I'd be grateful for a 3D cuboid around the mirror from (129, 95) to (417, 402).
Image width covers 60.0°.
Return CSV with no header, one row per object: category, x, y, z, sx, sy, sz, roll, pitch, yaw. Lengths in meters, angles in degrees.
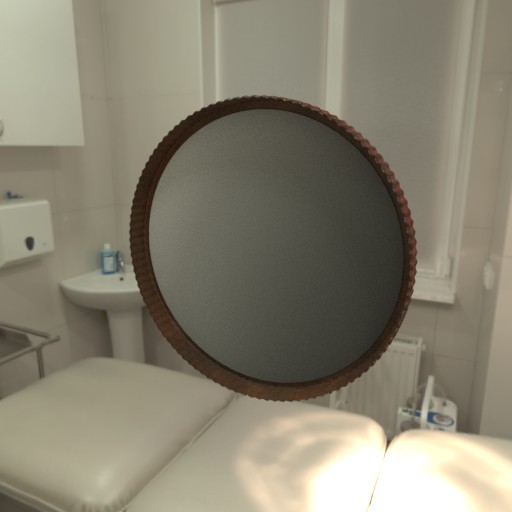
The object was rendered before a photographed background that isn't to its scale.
mirror,0.000,0.000,0.892,0.609,0.609,0.056,7,15,25
